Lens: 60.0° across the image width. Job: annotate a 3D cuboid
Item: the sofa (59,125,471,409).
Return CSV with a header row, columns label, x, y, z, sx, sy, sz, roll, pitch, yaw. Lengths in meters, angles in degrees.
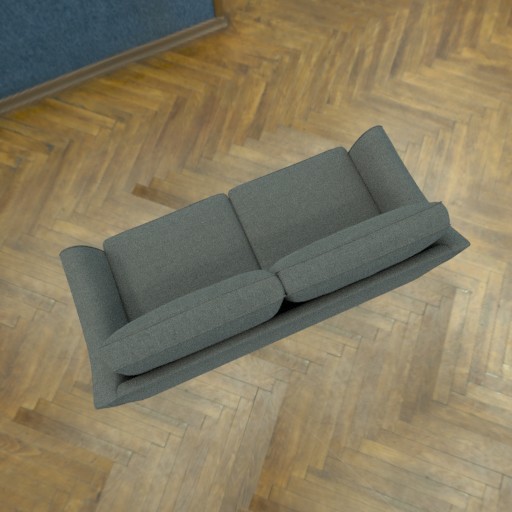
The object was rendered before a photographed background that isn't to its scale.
label,x,y,z,sx,sy,sz,roll,pitch,yaw
sofa,0.000,0.000,2.754,2.203,0.976,1.013,-23,75,-6
